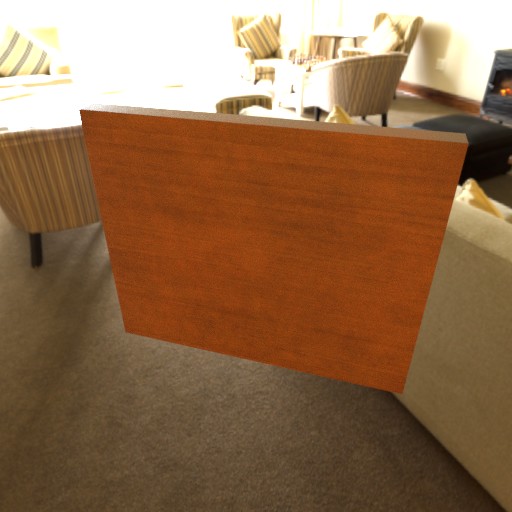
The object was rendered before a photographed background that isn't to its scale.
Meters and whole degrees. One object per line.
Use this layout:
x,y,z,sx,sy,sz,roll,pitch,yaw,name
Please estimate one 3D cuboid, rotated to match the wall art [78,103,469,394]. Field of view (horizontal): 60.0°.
0.000,0.000,0.540,0.401,0.328,0.030,9,34,14,wall art
